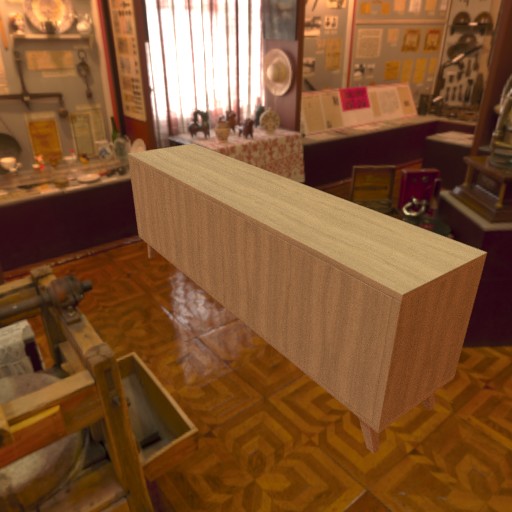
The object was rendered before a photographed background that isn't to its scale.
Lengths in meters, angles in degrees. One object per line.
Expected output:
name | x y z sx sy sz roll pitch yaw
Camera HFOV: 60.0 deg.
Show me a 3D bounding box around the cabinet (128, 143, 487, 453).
cabinet | 0.000 0.000 2.467 0.499 0.779 2.198 -19 32 -32
